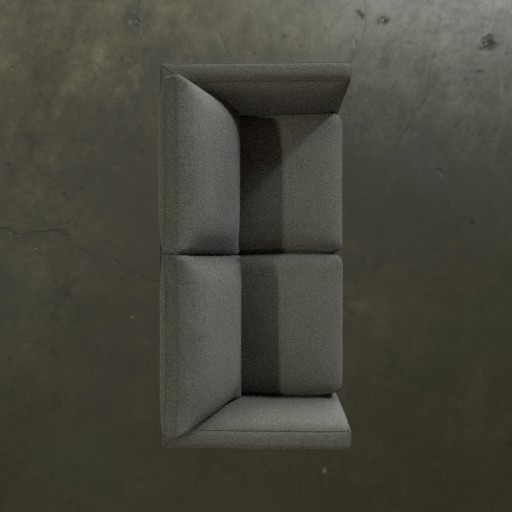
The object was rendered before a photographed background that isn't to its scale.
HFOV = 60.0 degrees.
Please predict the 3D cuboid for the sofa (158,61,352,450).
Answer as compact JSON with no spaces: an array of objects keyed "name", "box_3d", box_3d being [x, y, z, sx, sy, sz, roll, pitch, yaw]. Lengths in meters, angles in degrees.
[{"name":"sofa","box_3d":[0.000,0.000,2.043,0.803,0.924,1.594,0,90,1]}]
